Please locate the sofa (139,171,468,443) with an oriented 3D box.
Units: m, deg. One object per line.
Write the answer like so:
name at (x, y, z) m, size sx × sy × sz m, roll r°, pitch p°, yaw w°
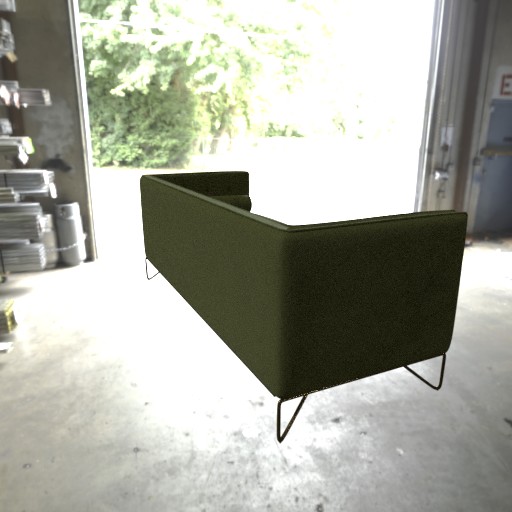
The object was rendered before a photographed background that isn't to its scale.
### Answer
sofa at (0.000, 0.000, 2.534) m, size 0.867 × 0.789 × 2.087 m, roll -8°, pitch 18°, yaw -25°
